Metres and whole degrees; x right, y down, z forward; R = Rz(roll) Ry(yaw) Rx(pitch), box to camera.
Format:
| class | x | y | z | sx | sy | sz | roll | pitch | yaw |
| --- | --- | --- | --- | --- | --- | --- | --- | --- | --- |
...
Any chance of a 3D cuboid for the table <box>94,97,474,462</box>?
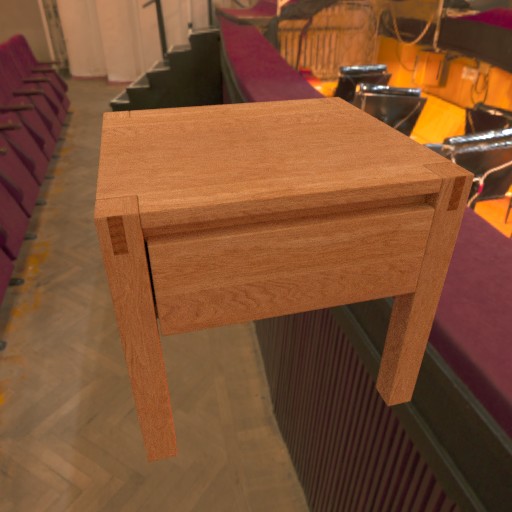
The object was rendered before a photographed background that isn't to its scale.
| class | x | y | z | sx | sy | sz | roll | pitch | yaw |
| --- | --- | --- | --- | --- | --- | --- | --- | --- | --- |
| table | 0.000 | 0.000 | 0.830 | 0.480 | 0.450 | 0.440 | -8 | 34 | -12 |
